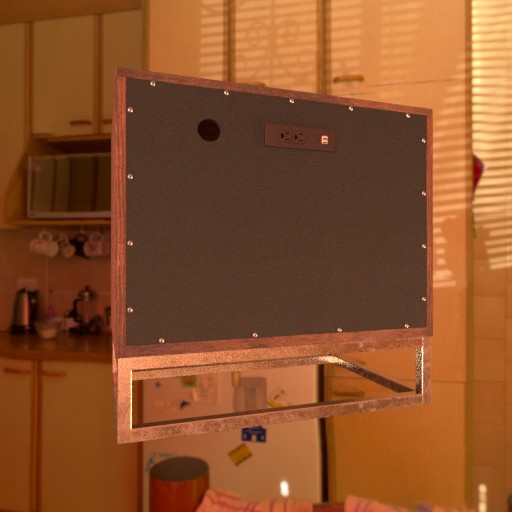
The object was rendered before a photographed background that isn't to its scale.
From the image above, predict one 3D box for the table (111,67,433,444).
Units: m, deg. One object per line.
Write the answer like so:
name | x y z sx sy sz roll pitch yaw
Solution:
table | 0.000 0.000 1.245 0.767 0.746 0.542 0 0 -19
